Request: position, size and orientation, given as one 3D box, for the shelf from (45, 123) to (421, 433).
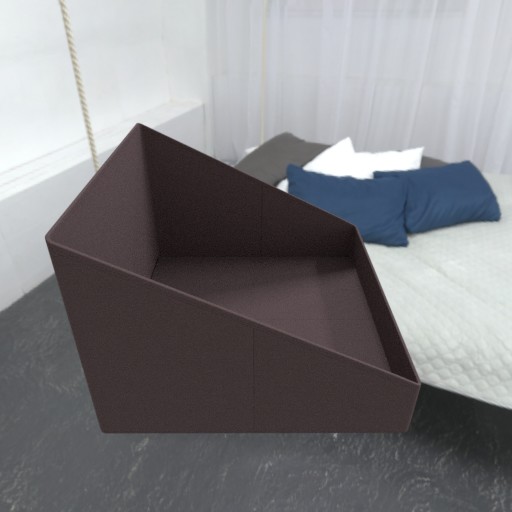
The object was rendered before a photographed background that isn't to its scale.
[{"bbox_3d":[0.000,0.000,0.480,0.292,0.210,0.292,0,32,0],"label":"shelf"}]
